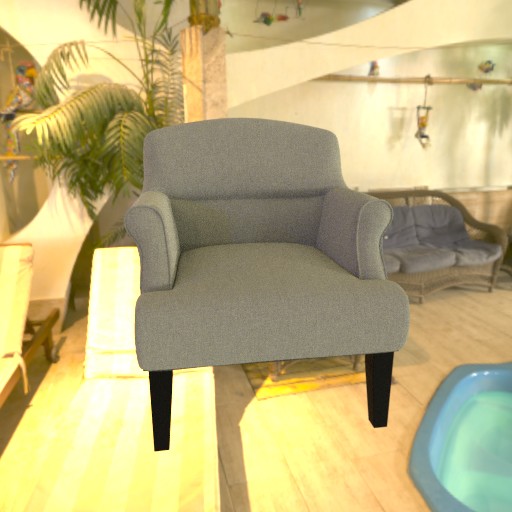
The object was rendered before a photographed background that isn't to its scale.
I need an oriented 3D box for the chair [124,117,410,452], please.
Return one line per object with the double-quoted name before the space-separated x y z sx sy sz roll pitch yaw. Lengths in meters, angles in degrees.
"chair" 0.000 0.000 1.445 0.772 0.880 0.755 -2 16 -9
